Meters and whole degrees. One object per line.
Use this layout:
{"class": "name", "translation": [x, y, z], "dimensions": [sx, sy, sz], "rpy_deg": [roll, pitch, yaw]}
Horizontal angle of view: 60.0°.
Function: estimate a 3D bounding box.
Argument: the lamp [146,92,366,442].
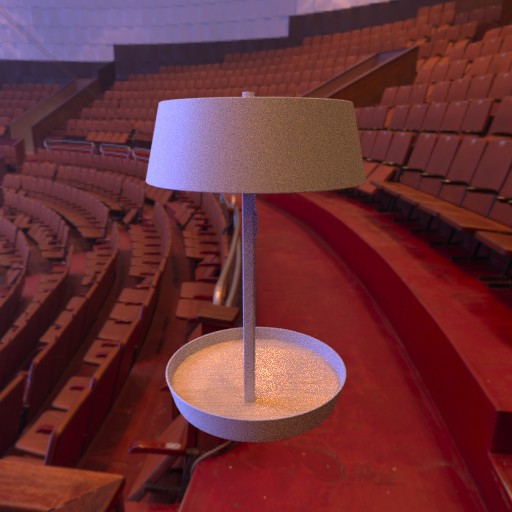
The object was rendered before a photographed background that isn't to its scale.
{"class": "lamp", "translation": [0.000, 0.000, 0.631], "dimensions": [0.291, 0.429, 0.291], "rpy_deg": [0, 16, 0]}
